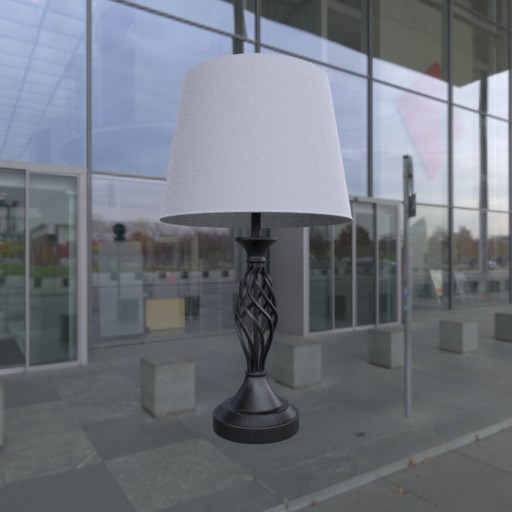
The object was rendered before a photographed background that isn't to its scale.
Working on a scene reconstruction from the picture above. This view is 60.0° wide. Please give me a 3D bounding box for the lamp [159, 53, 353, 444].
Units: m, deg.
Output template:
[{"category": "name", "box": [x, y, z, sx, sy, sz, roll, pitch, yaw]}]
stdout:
[{"category": "lamp", "box": [0.000, 0.000, 0.774, 0.331, 0.594, 0.331, 0, 0, 0]}]
